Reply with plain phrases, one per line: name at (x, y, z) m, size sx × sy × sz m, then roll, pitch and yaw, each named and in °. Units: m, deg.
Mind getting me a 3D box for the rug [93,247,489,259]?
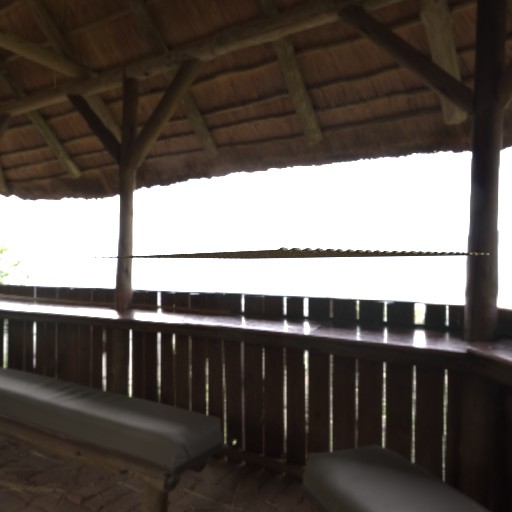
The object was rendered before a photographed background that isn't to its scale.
rug at (0.000, 0.000, 2.331) m, size 1.162 × 0.013 × 1.875 m, roll 1°, pitch -1°, yaw -36°
